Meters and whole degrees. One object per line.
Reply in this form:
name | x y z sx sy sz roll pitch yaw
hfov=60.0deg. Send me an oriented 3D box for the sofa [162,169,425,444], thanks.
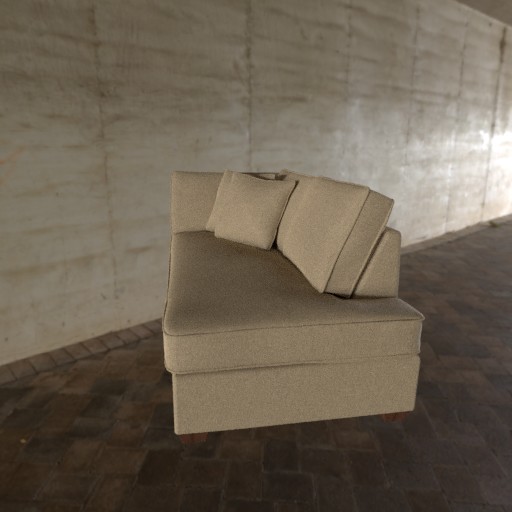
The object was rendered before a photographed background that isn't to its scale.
sofa | 0.000 0.000 2.817 1.110 1.033 2.237 -3 15 -9
